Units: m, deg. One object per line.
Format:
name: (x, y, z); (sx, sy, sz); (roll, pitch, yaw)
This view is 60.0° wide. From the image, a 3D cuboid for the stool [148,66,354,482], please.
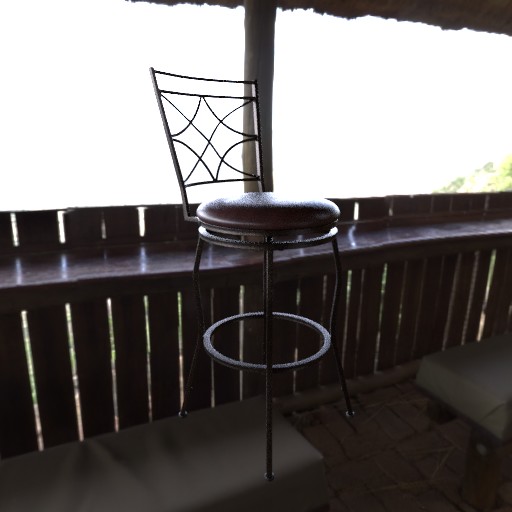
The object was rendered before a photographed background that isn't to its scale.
stool: (0.000, 0.000, 1.408); (0.534, 1.117, 0.434); (15, 21, 43)
